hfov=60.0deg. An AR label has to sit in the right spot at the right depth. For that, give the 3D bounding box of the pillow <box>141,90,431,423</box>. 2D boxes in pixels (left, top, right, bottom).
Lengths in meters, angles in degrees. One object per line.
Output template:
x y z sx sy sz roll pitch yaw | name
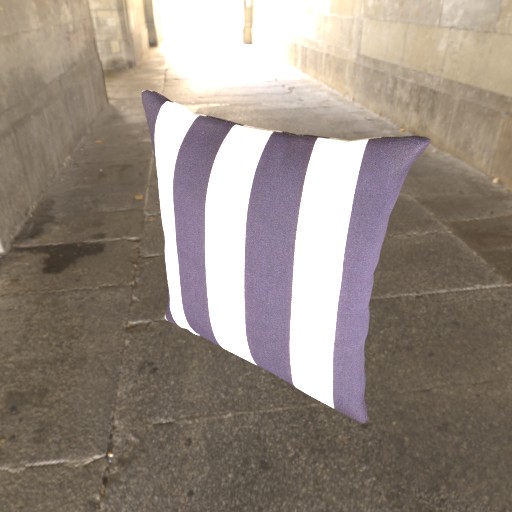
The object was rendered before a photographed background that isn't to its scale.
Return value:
0.000 0.000 0.808 0.536 0.526 0.189 20 36 31 | pillow
